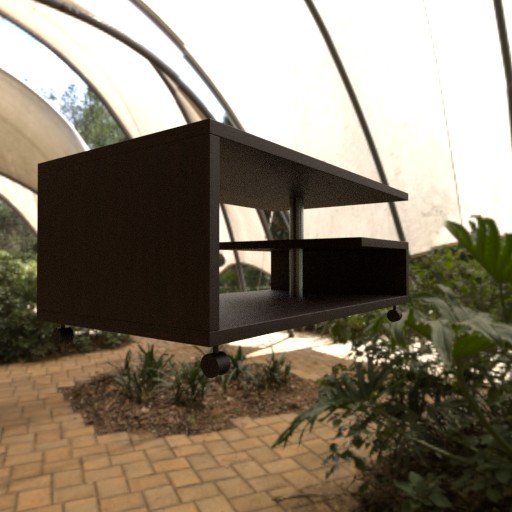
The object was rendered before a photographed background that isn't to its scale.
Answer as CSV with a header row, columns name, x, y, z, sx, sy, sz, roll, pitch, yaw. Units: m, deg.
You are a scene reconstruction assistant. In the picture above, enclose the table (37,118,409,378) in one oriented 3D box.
name,x,y,z,sx,sy,sz,roll,pitch,yaw
table,0.000,0.000,1.357,0.590,0.460,1.050,-1,-1,37
